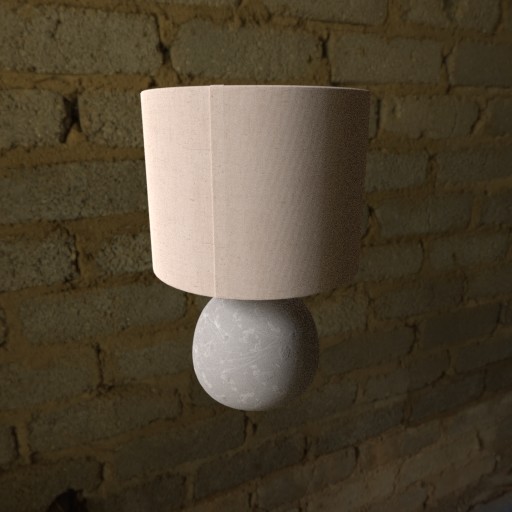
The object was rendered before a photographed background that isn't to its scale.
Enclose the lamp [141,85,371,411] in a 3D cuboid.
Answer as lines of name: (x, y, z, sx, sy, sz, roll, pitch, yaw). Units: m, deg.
lamp: (0.000, 0.000, 0.592, 0.269, 0.409, 0.269, 9, 19, 26)
